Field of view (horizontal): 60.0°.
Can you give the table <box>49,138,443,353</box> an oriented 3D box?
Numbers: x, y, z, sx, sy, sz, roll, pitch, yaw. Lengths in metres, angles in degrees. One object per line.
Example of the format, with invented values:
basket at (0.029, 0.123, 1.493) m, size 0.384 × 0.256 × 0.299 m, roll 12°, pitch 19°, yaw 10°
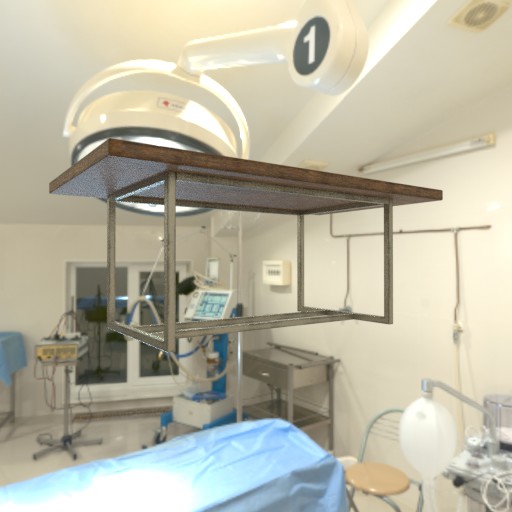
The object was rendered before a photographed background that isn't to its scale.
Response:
table at (0.000, 0.000, 2.532) m, size 1.989 × 0.795 × 1.078 m, roll 0°, pitch -1°, yaw -35°
